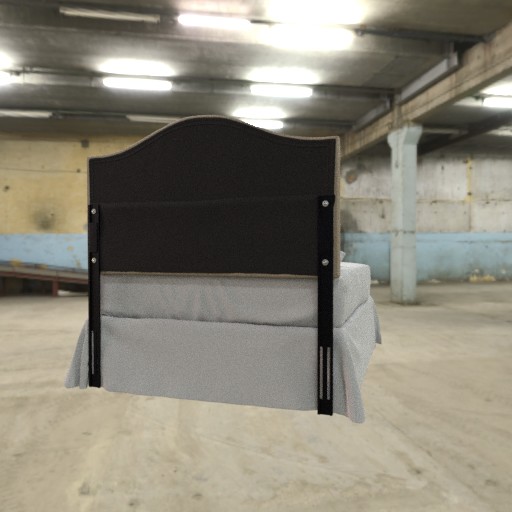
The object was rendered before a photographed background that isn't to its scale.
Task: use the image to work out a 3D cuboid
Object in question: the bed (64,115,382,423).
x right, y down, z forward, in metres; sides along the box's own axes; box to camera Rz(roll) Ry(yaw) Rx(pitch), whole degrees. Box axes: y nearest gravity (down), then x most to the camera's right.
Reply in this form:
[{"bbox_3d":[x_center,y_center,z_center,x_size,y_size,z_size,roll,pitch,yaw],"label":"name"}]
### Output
[{"bbox_3d":[0.000,0.000,3.517,1.876,1.645,2.221,0,1,19],"label":"bed"}]
